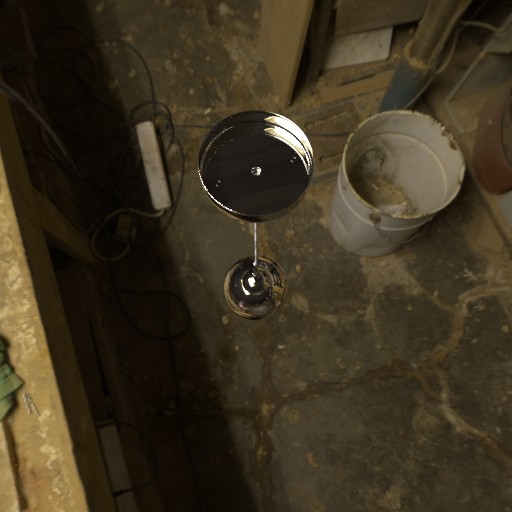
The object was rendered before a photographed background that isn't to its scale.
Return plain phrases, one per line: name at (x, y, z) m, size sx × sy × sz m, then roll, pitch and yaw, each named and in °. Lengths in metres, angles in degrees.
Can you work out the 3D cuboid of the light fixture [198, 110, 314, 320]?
light fixture at (0.000, 0.000, 1.688) m, size 0.336 × 1.538 × 0.336 m, roll -19°, pitch 76°, yaw -5°
